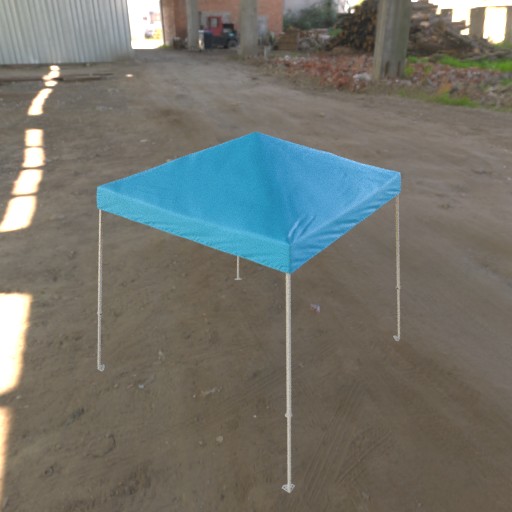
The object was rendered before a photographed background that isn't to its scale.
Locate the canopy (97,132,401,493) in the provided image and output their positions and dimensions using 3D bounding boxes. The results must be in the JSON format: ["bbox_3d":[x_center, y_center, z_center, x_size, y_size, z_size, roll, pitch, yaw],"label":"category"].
[{"bbox_3d":[0.000,0.000,6.552,3.599,3.600,3.600,18,32,32],"label":"canopy"}]
